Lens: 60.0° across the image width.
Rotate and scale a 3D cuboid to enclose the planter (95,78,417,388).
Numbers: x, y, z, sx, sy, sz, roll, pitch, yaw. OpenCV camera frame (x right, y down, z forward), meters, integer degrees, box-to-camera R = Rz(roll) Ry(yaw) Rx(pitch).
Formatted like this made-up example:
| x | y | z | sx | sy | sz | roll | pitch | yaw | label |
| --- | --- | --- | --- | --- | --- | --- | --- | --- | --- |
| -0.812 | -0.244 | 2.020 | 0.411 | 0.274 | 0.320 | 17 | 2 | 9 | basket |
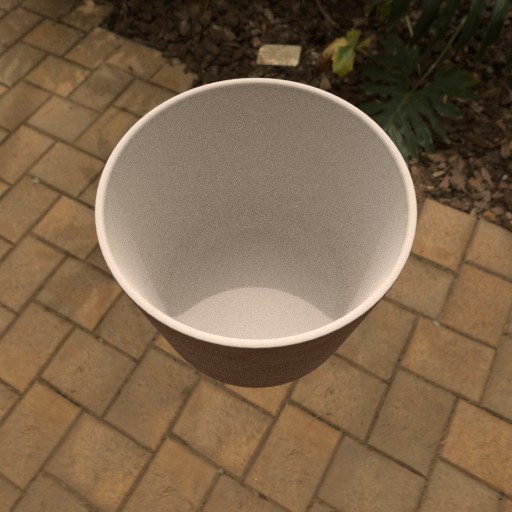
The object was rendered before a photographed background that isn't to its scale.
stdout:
| x | y | z | sx | sy | sz | roll | pitch | yaw | label |
| --- | --- | --- | --- | --- | --- | --- | --- | --- | --- |
| 0.000 | 0.000 | 0.788 | 0.440 | 0.398 | 0.440 | 0 | 63 | 0 | planter |
